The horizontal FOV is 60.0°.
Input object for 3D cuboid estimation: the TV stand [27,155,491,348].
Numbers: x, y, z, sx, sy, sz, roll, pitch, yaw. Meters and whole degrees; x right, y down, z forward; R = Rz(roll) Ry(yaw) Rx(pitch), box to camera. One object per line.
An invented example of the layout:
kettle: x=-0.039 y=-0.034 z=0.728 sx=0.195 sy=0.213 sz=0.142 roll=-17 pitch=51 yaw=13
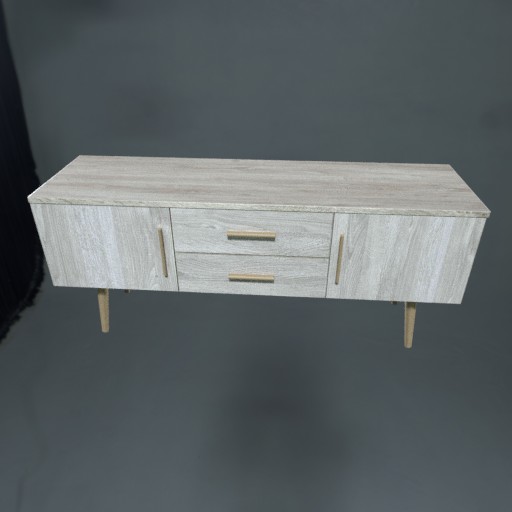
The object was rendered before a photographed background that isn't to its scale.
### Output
TV stand: x=0.000 y=0.000 z=1.555 sx=1.313 sy=0.565 sz=0.401 roll=2 pitch=31 yaw=3
